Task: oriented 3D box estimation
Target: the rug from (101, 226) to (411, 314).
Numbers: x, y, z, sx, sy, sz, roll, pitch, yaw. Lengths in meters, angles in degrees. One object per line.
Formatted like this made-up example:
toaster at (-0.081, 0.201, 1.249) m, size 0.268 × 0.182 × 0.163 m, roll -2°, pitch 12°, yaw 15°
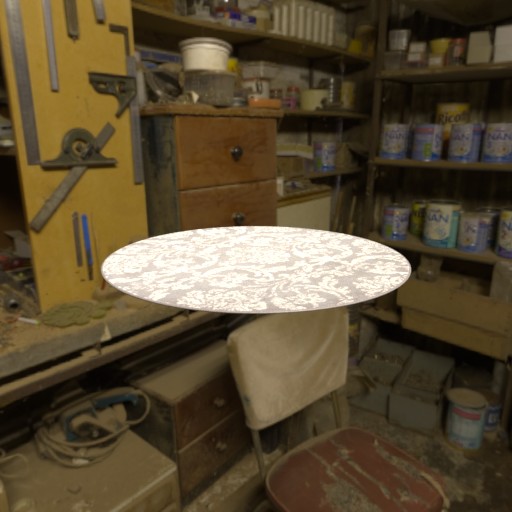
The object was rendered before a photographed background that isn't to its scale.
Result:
rug at (0.000, 0.000, 2.401) m, size 1.593 × 0.012 × 1.593 m, roll 0°, pitch 15°, yaw 0°
